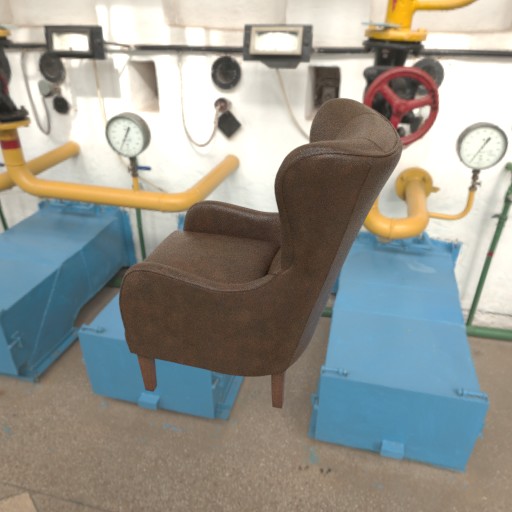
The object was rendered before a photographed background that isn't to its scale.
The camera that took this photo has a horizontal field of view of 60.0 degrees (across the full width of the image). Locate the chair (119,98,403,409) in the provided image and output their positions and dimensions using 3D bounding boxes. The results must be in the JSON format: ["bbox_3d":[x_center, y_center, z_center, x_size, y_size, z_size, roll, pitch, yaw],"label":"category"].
[{"bbox_3d":[0.000,0.000,1.658,0.914,1.048,0.692,7,30,13],"label":"chair"}]
